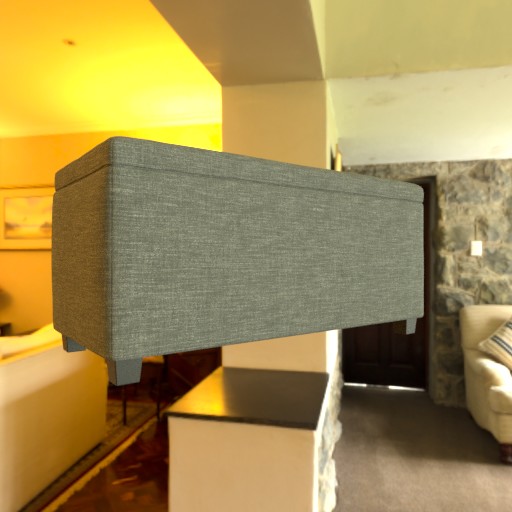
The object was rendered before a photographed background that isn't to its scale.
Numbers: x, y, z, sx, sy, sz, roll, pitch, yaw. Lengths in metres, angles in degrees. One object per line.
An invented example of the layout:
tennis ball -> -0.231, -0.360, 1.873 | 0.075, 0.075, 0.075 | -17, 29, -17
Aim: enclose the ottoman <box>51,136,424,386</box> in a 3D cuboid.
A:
ottoman -> 0.000, 0.000, 1.129 | 0.902, 0.432, 0.419 | 0, 0, -37
